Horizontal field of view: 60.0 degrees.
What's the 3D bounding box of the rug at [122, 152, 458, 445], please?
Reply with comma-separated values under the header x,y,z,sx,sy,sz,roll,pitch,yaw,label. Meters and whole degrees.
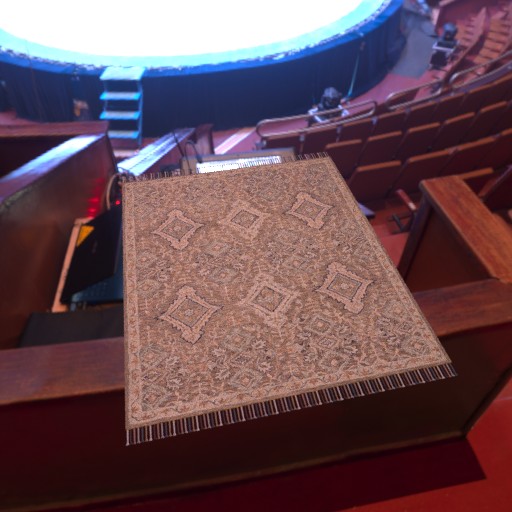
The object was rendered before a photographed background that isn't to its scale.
x,y,z,sx,sy,sz,roll,pitch,yaw,label
0.000,0.000,4.159,2.437,0.010,3.056,-9,47,-8,rug
